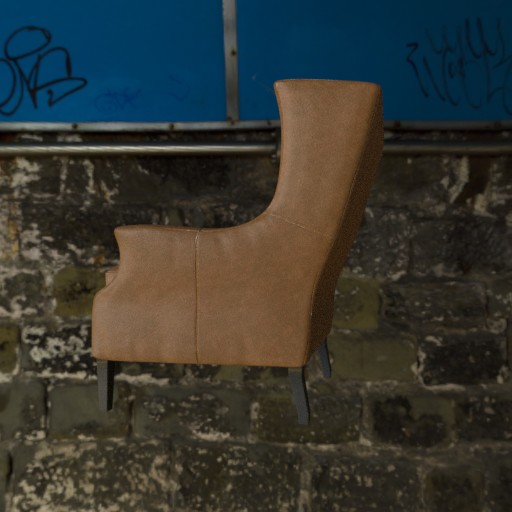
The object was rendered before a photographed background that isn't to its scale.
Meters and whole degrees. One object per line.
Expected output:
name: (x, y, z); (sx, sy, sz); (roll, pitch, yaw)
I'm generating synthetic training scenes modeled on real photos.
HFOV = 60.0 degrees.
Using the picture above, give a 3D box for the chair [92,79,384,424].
chair: (0.000, 0.000, 1.673); (0.925, 1.016, 0.852); (0, 0, 17)
